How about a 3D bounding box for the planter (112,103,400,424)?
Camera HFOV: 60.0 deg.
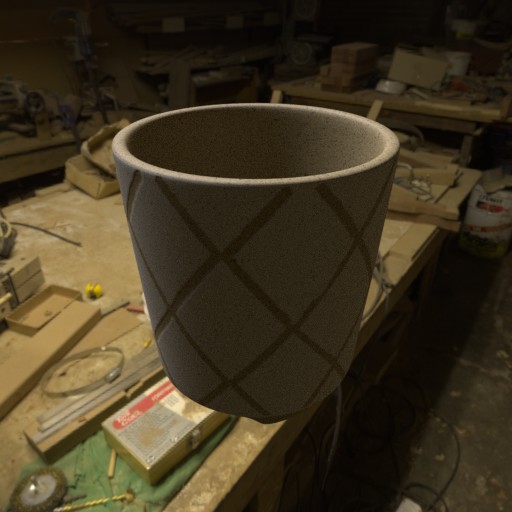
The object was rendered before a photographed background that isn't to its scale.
[{"bbox_3d":[0.000,0.000,0.421,0.228,0.235,0.228,0,31,0],"label":"planter"}]
